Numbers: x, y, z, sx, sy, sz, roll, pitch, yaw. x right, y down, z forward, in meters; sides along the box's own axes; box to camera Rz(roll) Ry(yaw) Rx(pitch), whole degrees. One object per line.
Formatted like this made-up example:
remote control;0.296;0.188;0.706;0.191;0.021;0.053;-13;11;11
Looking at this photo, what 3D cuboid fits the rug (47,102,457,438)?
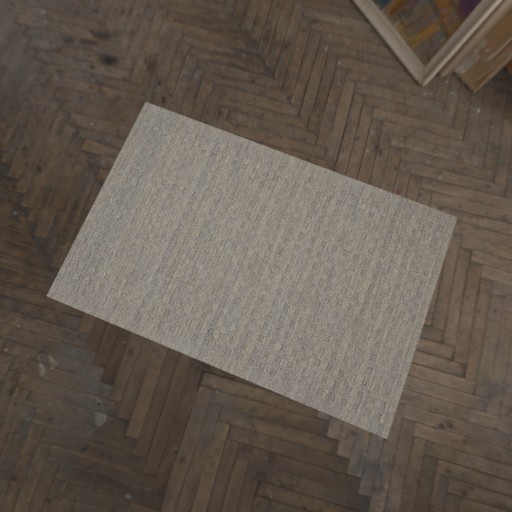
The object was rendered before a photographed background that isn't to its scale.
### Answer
rug;0.000;0.000;2.217;1.752;0.006;1.142;21;78;5
